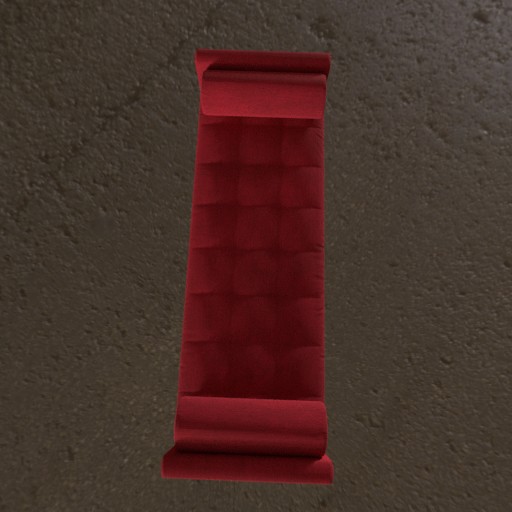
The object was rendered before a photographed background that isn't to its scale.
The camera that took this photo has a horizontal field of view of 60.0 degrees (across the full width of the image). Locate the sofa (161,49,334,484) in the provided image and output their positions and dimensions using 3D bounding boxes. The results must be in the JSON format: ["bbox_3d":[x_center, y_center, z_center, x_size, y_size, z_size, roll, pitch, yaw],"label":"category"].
[{"bbox_3d":[0.000,0.000,2.267,0.686,0.635,1.981,2,76,1],"label":"sofa"}]
